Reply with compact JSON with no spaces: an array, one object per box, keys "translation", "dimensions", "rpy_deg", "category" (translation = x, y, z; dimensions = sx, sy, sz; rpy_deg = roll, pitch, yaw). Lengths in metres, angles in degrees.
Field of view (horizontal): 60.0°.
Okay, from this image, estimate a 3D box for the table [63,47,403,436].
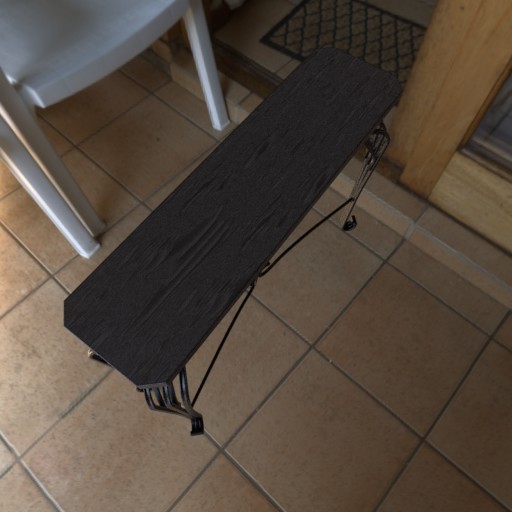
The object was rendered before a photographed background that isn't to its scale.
[{"translation":[0.000,0.000,1.448],"dimensions":[0.329,0.800,1.112],"rpy_deg":[33,67,16],"category":"table"}]
